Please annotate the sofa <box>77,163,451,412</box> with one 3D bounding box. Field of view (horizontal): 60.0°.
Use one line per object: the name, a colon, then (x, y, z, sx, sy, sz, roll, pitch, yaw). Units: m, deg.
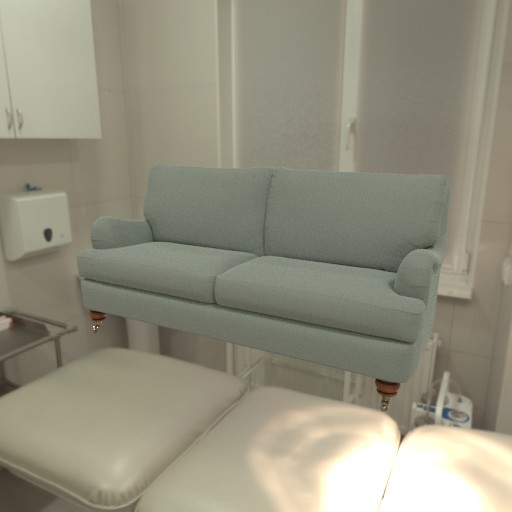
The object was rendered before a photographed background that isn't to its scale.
sofa: (0.000, 0.000, 2.836, 2.193, 1.096, 1.069, 8, 16, 27)
